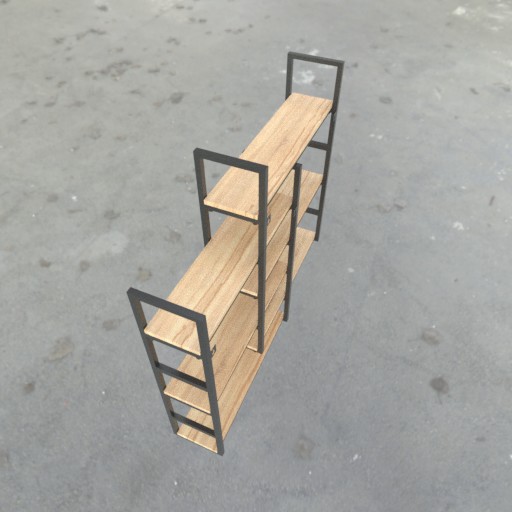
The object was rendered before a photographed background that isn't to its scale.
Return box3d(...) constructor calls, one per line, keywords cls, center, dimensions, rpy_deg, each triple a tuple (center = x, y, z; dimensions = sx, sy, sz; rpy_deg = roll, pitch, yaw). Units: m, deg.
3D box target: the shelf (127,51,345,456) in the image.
box3d(cls="shelf", center=(0.000, 0.000, 1.430), dimensions=(0.183, 0.921, 0.946), rpy_deg=(18, 49, 16))
